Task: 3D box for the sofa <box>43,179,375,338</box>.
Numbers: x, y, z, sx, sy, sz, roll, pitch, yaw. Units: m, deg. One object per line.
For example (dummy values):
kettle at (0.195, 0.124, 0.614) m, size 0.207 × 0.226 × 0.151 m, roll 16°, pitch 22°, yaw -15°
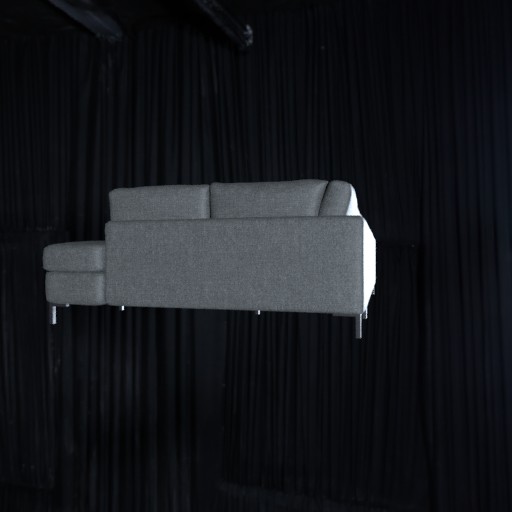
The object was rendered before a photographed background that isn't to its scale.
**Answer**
sofa at (0.000, 0.000, 3.902) m, size 1.984 × 0.858 × 2.972 m, roll 0°, pitch 0°, yaw 16°
